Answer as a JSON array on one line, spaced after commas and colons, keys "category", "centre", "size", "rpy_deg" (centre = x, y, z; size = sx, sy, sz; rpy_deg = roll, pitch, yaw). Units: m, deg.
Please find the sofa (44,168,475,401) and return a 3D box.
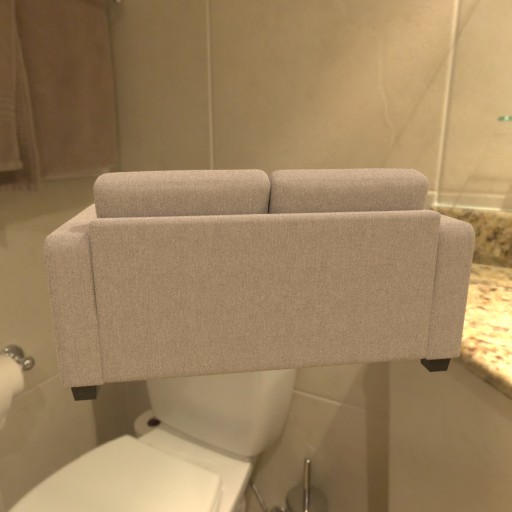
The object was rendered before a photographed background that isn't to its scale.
[{"category": "sofa", "centre": [0.000, 0.000, 1.990], "size": [1.540, 0.800, 0.900], "rpy_deg": [-2, 15, -8]}]
